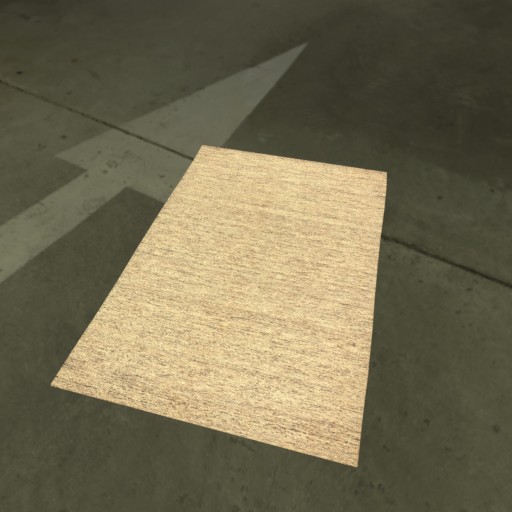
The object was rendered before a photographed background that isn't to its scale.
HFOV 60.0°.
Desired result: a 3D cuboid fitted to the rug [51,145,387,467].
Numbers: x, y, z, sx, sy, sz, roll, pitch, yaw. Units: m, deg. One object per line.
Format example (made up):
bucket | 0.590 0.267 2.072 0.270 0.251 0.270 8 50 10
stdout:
rug | 0.000 0.000 2.866 1.547 0.013 2.283 11 47 10
